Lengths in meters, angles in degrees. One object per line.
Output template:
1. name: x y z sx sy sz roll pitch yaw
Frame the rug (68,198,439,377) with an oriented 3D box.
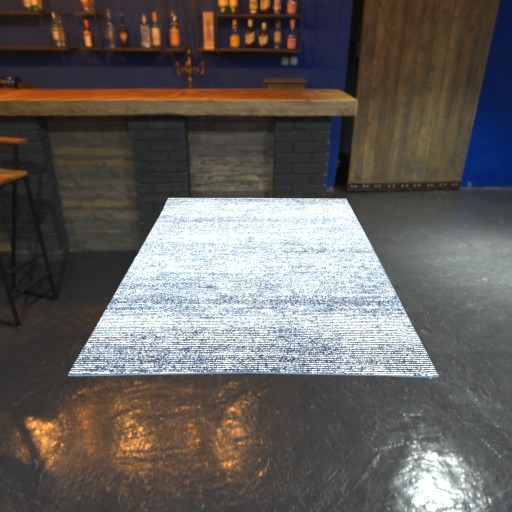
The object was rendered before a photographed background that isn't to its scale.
1. rug: 0.000 0.000 2.976 1.624 0.030 2.349 0 26 1
